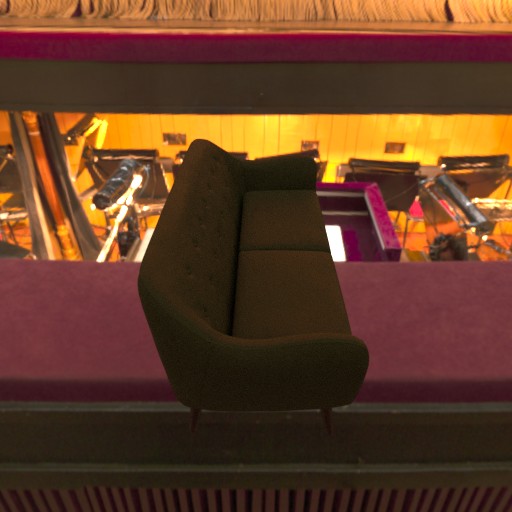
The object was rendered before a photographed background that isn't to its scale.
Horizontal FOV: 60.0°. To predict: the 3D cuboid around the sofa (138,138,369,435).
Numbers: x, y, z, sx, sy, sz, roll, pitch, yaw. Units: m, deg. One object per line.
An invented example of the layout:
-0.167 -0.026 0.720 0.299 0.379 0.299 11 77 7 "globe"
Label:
0.000 0.000 2.347 0.820 0.836 1.840 0 33 1 "sofa"
